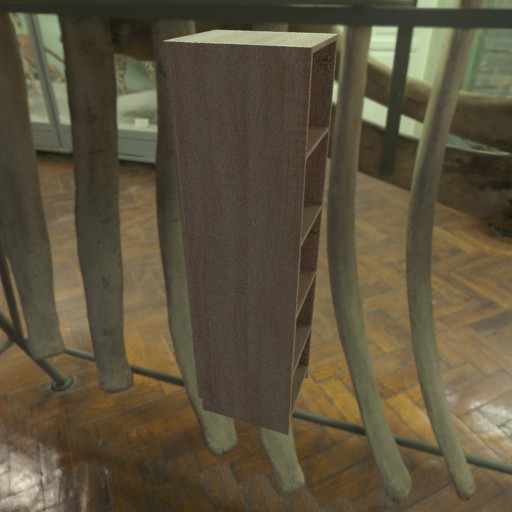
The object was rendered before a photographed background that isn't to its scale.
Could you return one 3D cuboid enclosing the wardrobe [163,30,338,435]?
[{"bbox_3d":[0.000,0.000,2.381,0.588,2.117,0.496,11,33,16],"label":"wardrobe"}]
